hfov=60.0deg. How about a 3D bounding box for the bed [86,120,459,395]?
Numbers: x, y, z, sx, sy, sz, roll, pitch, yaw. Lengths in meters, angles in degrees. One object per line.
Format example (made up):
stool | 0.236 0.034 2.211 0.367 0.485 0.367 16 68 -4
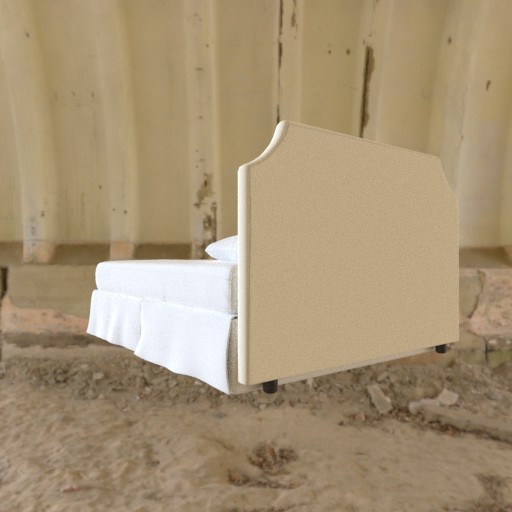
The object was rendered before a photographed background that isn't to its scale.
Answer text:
bed | 0.000 0.000 4.169 2.350 1.590 2.773 0 0 -37
